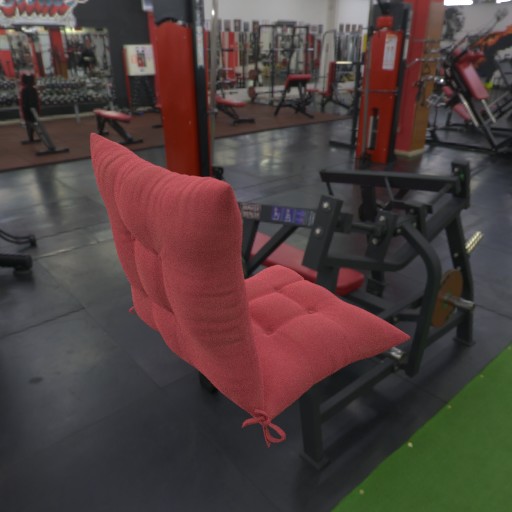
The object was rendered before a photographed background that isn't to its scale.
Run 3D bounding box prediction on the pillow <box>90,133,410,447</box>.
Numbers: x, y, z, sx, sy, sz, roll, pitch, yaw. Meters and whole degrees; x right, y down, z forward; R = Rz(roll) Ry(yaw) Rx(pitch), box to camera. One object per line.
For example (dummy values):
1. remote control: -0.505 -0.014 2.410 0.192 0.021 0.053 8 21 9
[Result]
1. pillow: 0.000 0.000 1.013 0.585 0.536 0.541 -19 31 -34
